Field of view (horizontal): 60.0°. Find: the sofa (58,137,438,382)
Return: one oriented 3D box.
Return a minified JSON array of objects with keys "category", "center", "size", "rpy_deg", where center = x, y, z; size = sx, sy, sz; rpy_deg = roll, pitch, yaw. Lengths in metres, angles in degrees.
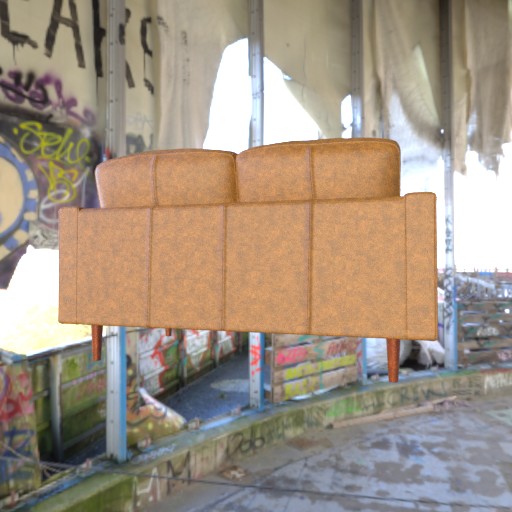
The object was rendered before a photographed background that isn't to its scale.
[{"category":"sofa","center":[0.000,0.000,2.189],"size":[1.578,0.951,0.909],"rpy_deg":[0,-1,16]}]
